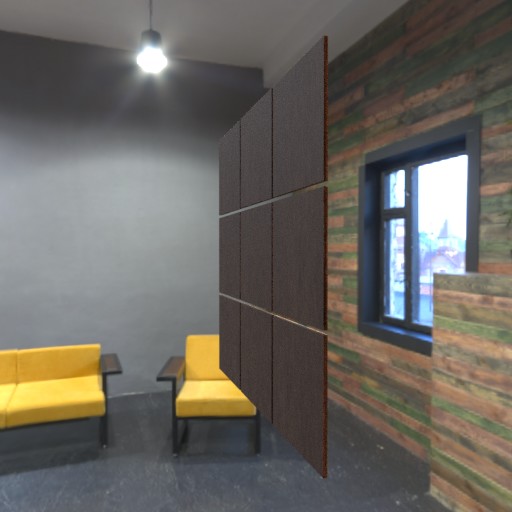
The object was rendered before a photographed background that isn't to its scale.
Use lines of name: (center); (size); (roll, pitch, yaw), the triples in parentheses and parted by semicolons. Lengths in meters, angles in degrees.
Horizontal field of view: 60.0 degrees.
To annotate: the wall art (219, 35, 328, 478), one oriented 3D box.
wall art: (0.000, 0.000, 1.791); (0.013, 1.213, 1.215); (0, 1, -18)
